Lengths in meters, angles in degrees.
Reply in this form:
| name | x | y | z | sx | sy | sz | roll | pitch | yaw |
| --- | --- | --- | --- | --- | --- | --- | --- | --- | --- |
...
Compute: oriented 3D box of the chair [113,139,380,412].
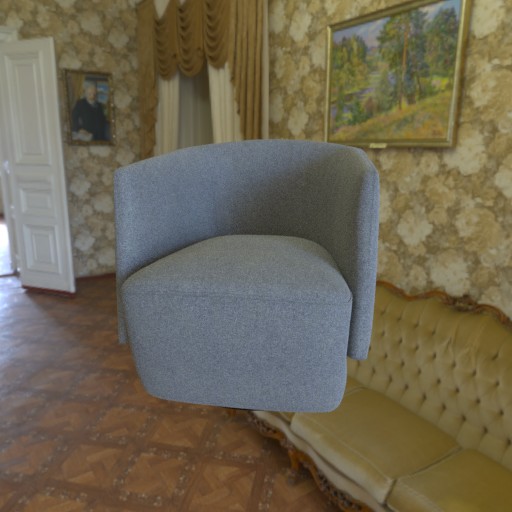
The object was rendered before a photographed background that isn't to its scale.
| name | x | y | z | sx | sy | sz | roll | pitch | yaw |
| --- | --- | --- | --- | --- | --- | --- | --- | --- | --- |
| chair | 0.000 | 0.000 | 1.633 | 0.822 | 0.861 | 0.986 | 2 | 13 | 9 |
